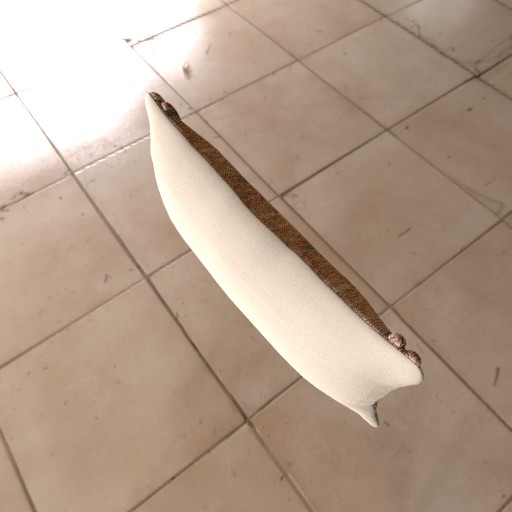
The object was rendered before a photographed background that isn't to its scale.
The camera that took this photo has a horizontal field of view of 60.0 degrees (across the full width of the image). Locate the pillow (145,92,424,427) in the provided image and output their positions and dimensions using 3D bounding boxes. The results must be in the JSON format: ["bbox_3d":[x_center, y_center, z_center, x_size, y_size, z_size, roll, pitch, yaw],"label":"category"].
[{"bbox_3d":[0.000,0.000,0.738,0.139,0.282,0.635,-34,65,-18],"label":"pillow"}]
